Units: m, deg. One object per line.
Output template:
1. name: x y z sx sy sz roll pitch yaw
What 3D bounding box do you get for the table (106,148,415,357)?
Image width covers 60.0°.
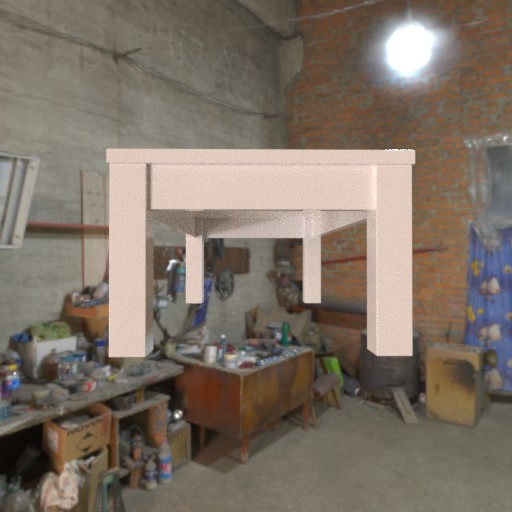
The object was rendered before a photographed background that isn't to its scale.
1. table: 0.000 0.000 1.676 0.700 0.470 1.350 0 -1 -1
